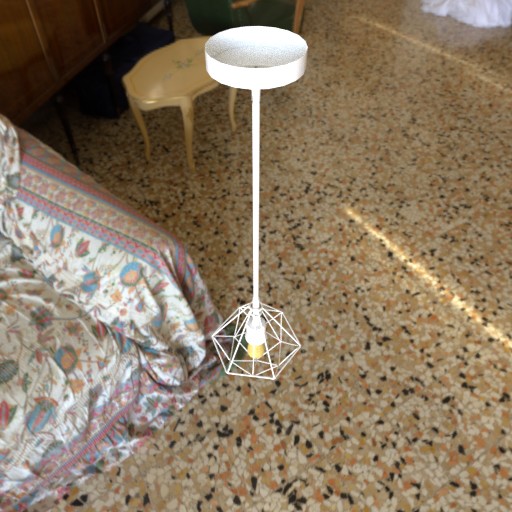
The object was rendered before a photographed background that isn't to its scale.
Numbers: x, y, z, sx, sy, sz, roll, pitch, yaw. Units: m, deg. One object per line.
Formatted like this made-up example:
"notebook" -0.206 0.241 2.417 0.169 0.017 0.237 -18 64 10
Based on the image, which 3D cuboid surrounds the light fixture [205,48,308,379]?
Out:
"light fixture" 0.000 0.000 1.913 0.431 1.764 0.487 -17 49 -15
